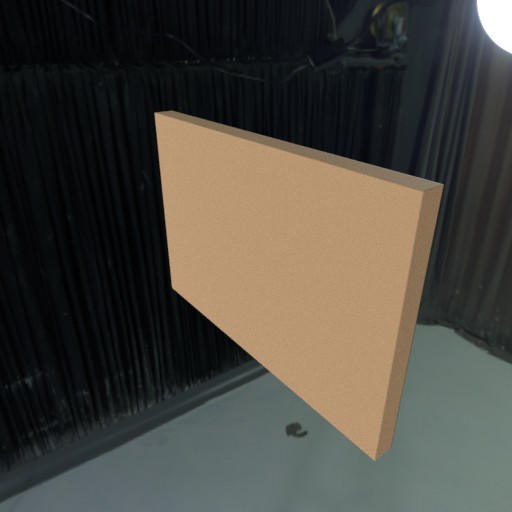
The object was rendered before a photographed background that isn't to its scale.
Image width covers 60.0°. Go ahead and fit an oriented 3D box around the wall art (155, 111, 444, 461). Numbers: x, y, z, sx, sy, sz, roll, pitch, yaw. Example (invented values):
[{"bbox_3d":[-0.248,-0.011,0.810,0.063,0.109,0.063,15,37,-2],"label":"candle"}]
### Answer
[{"bbox_3d":[0.000,0.000,0.773,0.039,0.407,0.609,-20,33,-33],"label":"wall art"}]
